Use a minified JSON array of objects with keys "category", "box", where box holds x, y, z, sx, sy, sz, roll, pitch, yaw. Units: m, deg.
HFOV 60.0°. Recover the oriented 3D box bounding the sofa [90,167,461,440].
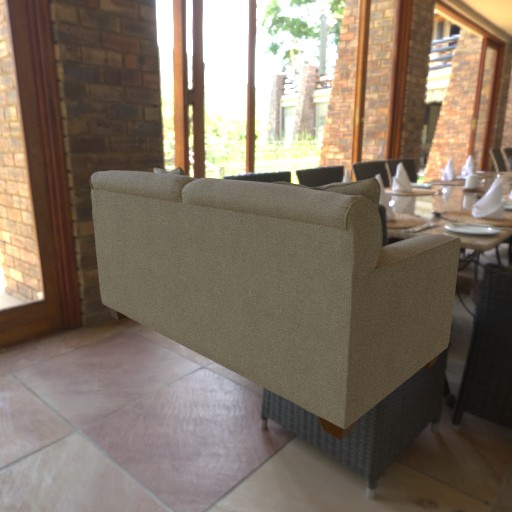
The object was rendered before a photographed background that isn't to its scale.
[{"category":"sofa","box":[0.000,0.000,2.442,1.846,0.958,0.998,14,20,43]}]
